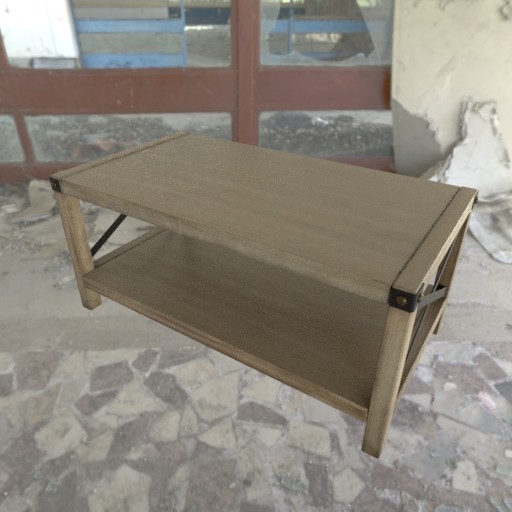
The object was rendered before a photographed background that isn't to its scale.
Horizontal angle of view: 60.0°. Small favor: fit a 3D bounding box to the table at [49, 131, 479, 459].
[{"bbox_3d":[0.000,0.000,1.286,1.016,0.456,0.559,19,36,28],"label":"table"}]
